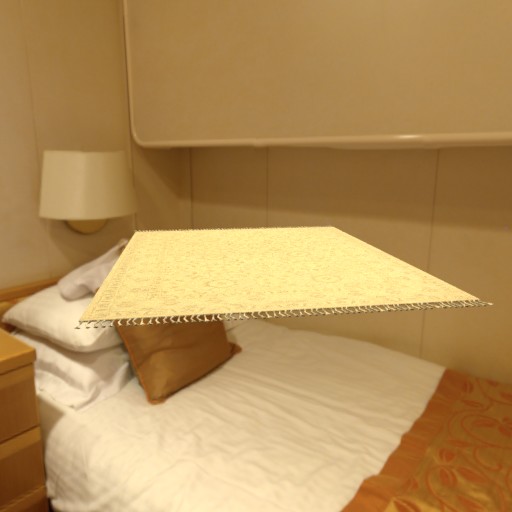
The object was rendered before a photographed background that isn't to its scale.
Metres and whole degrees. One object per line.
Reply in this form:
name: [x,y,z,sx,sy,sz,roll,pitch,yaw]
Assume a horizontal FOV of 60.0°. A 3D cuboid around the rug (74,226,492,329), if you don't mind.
rug: [0.000,0.000,3.942,2.444,0.013,3.043,-2,13,-9]
